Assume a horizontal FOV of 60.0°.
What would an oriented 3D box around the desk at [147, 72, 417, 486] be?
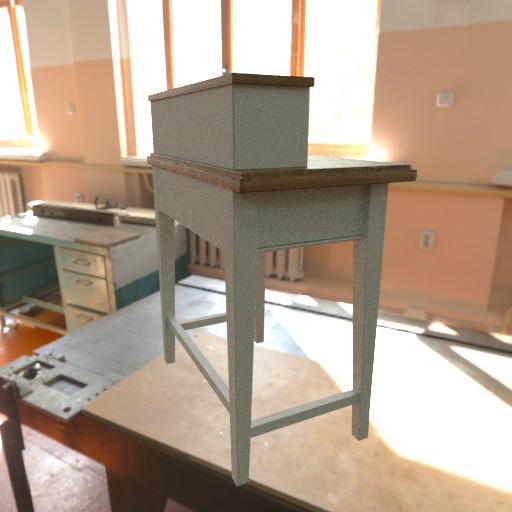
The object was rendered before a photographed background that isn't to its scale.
[{"bbox_3d":[0.000,0.000,1.395,0.462,0.981,0.814,-8,18,-25],"label":"desk"}]
